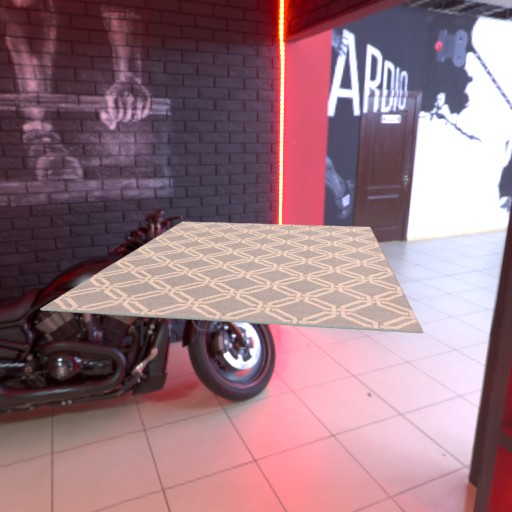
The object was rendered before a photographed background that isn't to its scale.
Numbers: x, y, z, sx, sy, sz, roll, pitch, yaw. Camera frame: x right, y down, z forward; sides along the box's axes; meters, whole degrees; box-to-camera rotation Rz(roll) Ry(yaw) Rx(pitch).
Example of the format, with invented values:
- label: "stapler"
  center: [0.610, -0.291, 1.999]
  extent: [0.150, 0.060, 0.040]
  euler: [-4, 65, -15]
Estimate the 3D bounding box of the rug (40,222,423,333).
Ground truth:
- label: "rug"
  center: [0.000, 0.000, 3.970]
  extent: [2.288, 0.018, 2.895]
  euler: [2, 15, 8]
